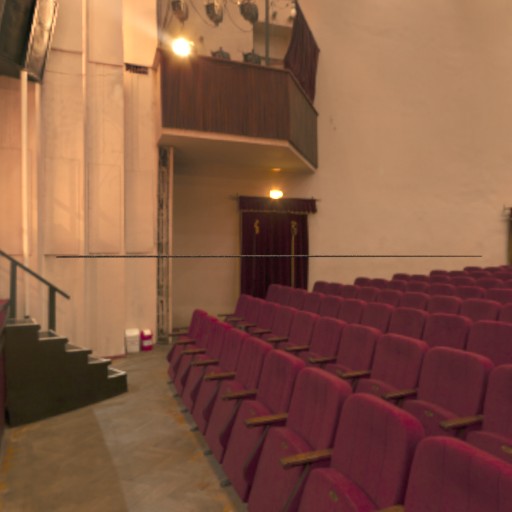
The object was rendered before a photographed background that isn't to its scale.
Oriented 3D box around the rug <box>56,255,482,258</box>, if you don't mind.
[{"bbox_3d":[0.000,0.000,2.332,1.819,0.005,1.200,0,0,-19],"label":"rug"}]
